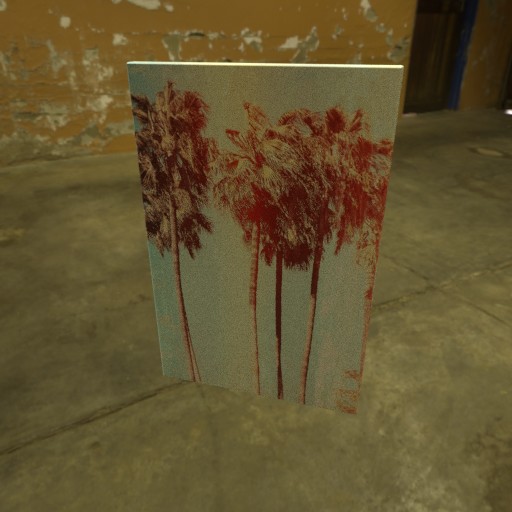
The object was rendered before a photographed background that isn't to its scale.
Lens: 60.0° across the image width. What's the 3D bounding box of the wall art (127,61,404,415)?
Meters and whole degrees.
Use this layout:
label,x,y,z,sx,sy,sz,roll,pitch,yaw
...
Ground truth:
label,x,y,z,sx,sy,sz,roll,pitch,yaw
wall art,0.000,0.000,1.147,0.605,0.915,0.037,7,27,14
